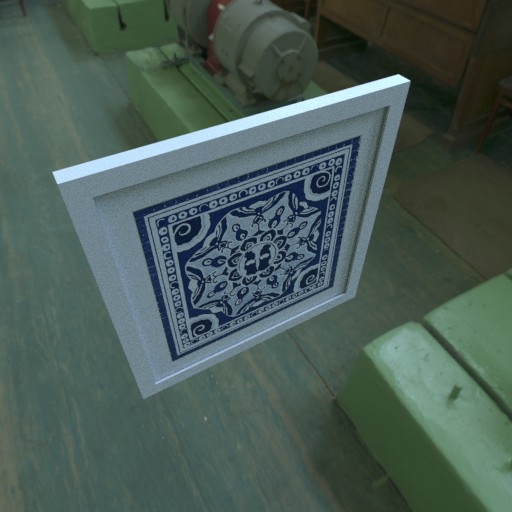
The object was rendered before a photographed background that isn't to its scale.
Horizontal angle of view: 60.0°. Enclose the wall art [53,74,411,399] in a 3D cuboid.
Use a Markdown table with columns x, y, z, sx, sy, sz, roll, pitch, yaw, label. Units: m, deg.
| x | y | z | sx | sy | sz | roll | pitch | yaw | label |
| --- | --- | --- | --- | --- | --- | --- | --- | --- | --- |
| 0.000 | 0.000 | 0.833 | 0.559 | 0.559 | 0.028 | -22 | 50 | -20 | wall art |
